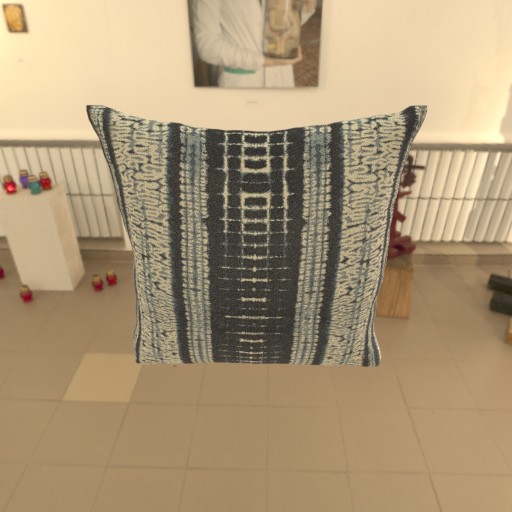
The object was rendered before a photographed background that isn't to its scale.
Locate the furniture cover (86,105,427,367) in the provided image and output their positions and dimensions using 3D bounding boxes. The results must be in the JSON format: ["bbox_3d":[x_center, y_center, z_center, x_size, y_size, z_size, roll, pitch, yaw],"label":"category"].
[{"bbox_3d":[0.000,0.000,0.659,0.425,0.435,0.133,1,31,1],"label":"furniture cover"}]
